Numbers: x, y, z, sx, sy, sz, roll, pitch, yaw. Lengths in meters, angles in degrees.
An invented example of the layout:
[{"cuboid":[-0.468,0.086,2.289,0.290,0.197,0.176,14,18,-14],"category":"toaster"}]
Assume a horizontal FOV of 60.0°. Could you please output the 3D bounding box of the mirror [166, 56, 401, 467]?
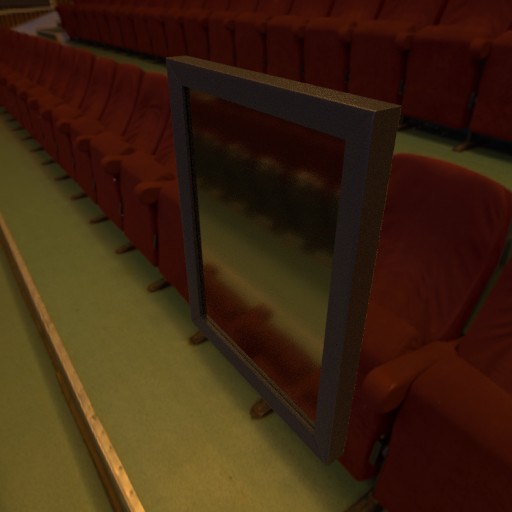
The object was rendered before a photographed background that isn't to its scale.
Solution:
[{"cuboid":[0.000,0.000,0.664,0.041,0.508,0.405,-21,37,-30],"category":"mirror"}]
